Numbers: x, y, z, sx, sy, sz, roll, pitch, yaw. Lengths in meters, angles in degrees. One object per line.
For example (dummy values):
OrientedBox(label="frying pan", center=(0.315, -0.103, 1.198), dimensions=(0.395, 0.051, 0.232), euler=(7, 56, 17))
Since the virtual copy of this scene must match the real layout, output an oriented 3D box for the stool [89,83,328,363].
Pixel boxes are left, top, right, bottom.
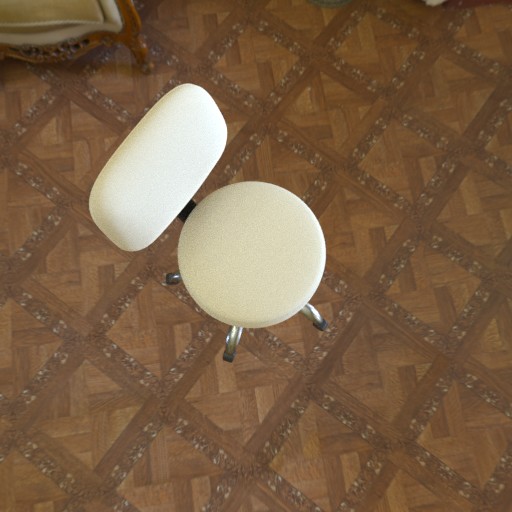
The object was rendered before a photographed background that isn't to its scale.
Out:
OrientedBox(label="stool", center=(0.000, 0.000, 1.260), dimensions=(0.616, 0.810, 0.609), euler=(35, 79, 7))
